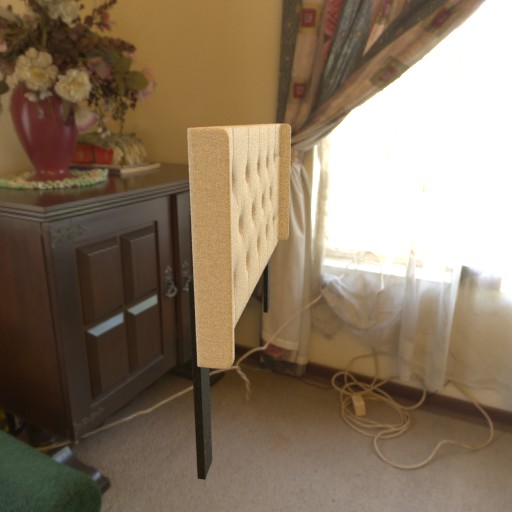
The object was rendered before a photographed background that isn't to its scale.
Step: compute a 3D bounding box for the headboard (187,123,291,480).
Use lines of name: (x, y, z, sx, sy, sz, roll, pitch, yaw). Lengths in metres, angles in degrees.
headboard: (0.000, 0.000, 2.685, 0.184, 1.524, 2.051, 3, 17, 10)
